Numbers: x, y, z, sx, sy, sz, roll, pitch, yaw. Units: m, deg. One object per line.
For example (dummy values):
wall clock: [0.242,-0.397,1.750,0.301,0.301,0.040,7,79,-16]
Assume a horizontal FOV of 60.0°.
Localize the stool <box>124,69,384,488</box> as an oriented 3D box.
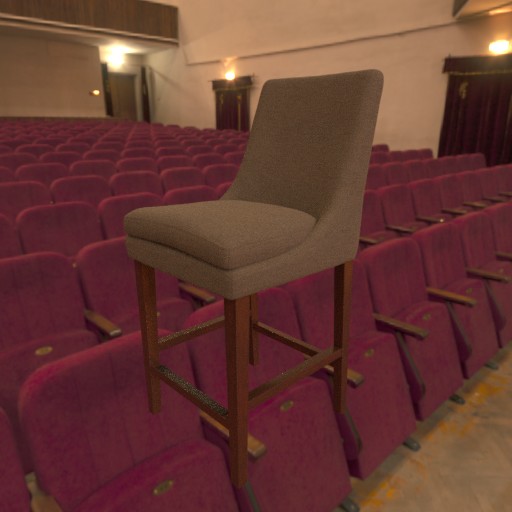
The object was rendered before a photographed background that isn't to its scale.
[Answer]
stool: [0.000,0.000,1.246,0.577,0.981,0.470,-15,22,-41]
